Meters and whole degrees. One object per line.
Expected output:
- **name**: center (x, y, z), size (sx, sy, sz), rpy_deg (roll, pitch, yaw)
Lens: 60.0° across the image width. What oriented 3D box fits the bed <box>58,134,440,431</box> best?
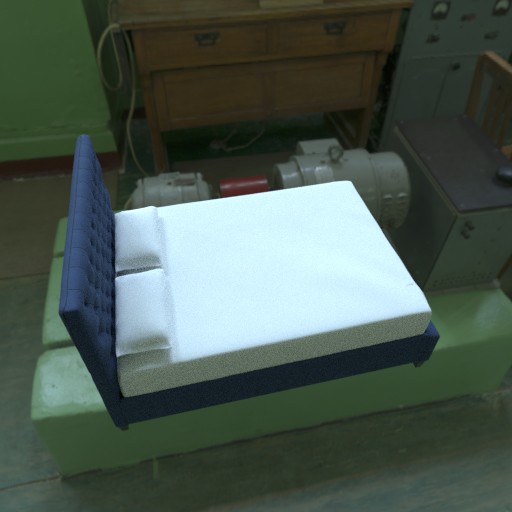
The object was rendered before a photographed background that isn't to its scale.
- **bed**: center (0.000, 0.000, 3.402), size (2.387, 1.427, 1.706), rpy_deg (-9, 46, -9)
